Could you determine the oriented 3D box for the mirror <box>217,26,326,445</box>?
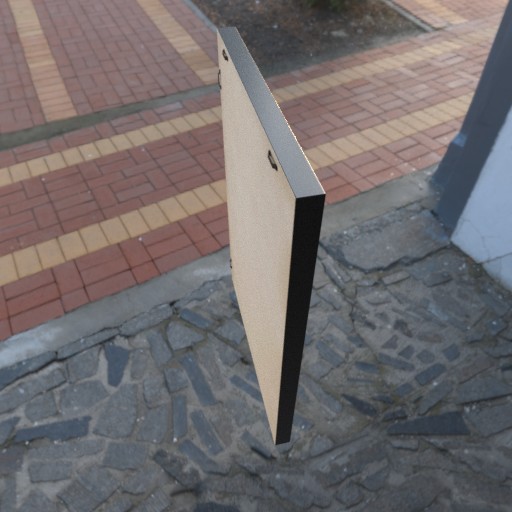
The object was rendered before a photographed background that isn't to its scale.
[{"bbox_3d":[0.000,0.000,0.909,0.040,0.710,0.507,-10,47,-9],"label":"mirror"}]
